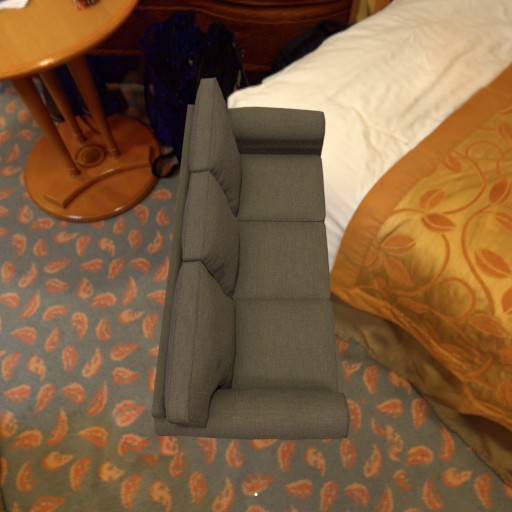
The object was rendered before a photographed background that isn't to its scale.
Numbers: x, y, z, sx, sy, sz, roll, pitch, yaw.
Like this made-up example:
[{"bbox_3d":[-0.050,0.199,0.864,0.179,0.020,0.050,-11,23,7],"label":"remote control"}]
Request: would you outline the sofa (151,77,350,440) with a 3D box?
[{"bbox_3d":[0.000,0.000,2.669,0.909,0.966,2.084,1,62,0],"label":"sofa"}]
